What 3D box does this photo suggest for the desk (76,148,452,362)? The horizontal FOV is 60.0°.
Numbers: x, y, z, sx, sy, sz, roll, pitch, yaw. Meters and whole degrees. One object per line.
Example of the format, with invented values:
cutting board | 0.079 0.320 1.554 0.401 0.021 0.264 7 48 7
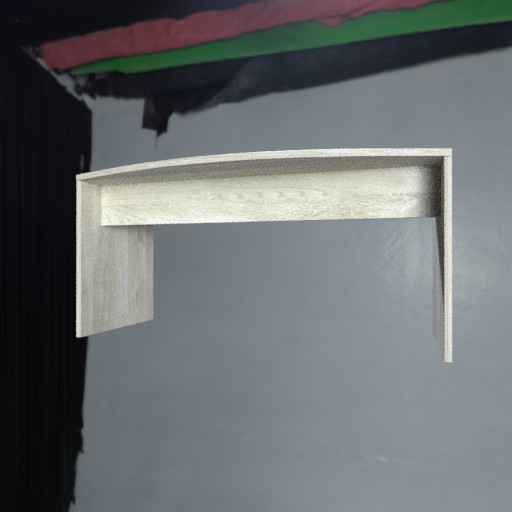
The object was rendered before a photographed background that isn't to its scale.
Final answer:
desk | 0.000 0.000 2.025 1.600 0.752 0.802 0 0 18
